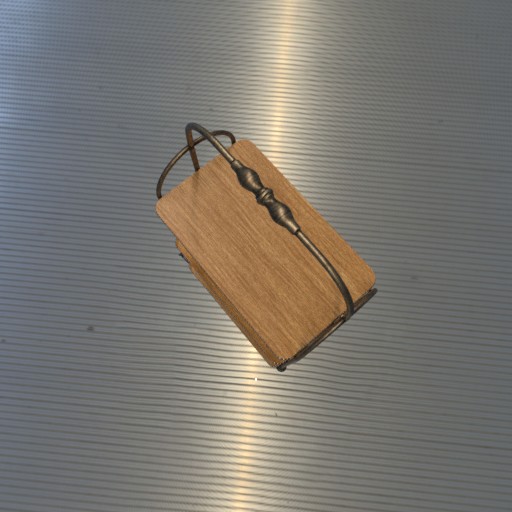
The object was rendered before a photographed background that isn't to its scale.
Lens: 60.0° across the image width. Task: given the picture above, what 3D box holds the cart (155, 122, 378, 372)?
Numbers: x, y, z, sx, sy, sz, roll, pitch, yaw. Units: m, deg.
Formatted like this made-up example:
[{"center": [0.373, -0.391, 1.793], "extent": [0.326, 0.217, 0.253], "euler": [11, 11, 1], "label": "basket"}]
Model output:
[{"center": [0.000, 0.000, 1.356], "extent": [0.330, 1.052, 0.650], "euler": [-39, 78, -10], "label": "cart"}]
